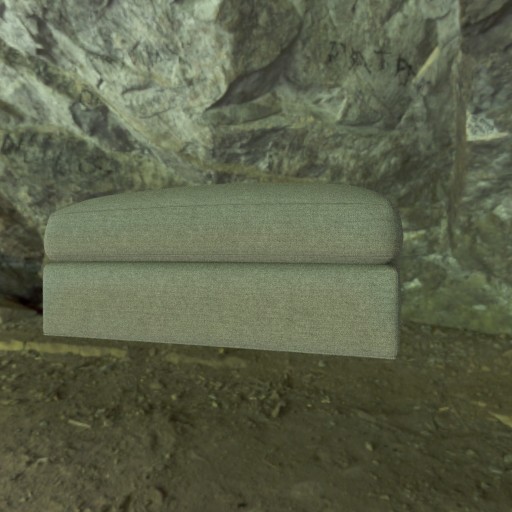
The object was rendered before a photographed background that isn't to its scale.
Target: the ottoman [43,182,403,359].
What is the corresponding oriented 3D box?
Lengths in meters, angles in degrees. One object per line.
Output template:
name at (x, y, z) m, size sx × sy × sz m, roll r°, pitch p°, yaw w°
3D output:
ottoman at (0.000, 0.000, 1.657) m, size 1.041 × 0.470 × 1.041 m, roll 0°, pitch 1°, yaw 18°
